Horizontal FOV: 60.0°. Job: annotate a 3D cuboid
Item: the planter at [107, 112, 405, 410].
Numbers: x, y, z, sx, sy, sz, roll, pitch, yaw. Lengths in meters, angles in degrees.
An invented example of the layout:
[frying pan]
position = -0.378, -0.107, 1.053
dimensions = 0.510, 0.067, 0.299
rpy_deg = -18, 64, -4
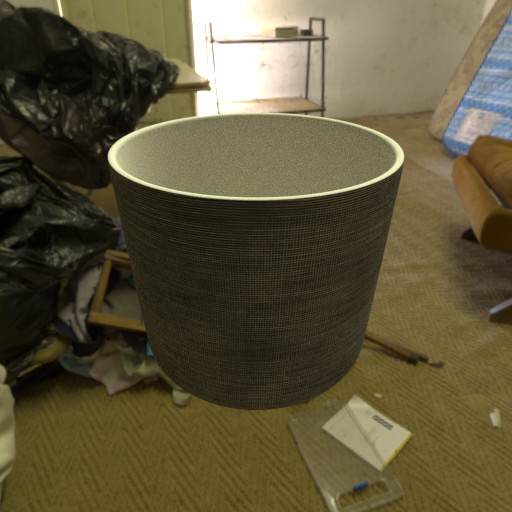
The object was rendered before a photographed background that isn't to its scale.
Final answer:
[planter]
position = 0.000, 0.000, 0.782
dimensions = 0.440, 0.398, 0.440
rpy_deg = 0, 30, 0
